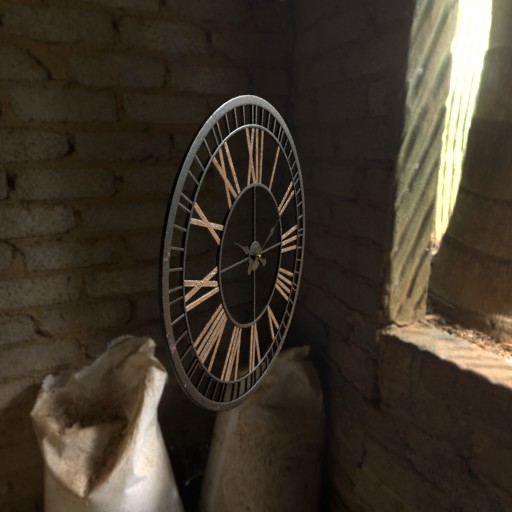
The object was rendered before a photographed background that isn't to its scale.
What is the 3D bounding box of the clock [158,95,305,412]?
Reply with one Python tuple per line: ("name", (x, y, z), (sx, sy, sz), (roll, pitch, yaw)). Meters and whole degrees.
("clock", (0.000, 0.000, 1.233), (0.025, 0.843, 0.843), (6, 15, 24))
